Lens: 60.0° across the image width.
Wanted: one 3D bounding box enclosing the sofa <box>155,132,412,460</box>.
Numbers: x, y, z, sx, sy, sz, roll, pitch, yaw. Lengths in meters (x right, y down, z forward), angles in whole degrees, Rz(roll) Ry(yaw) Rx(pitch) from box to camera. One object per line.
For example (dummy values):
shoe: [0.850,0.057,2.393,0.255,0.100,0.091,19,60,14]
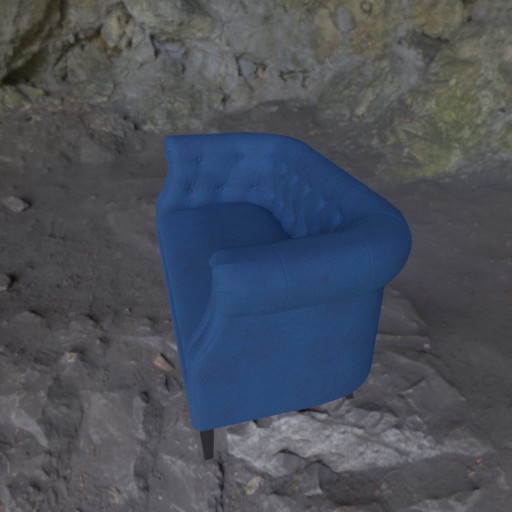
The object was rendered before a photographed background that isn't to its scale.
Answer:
sofa: [0.000,0.000,2.050,0.835,0.827,1.558,-8,30,-13]
